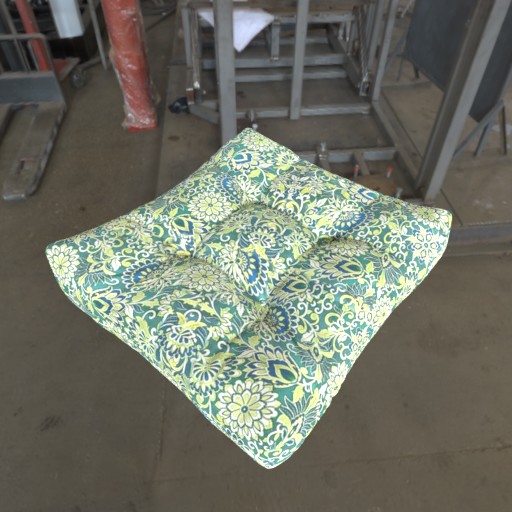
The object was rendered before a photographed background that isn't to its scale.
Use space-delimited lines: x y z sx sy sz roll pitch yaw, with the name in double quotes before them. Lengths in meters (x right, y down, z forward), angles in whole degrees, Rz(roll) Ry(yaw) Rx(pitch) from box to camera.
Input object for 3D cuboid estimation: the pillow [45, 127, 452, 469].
"pillow" 0.000 0.000 0.727 0.468 0.128 0.490 31 54 26
